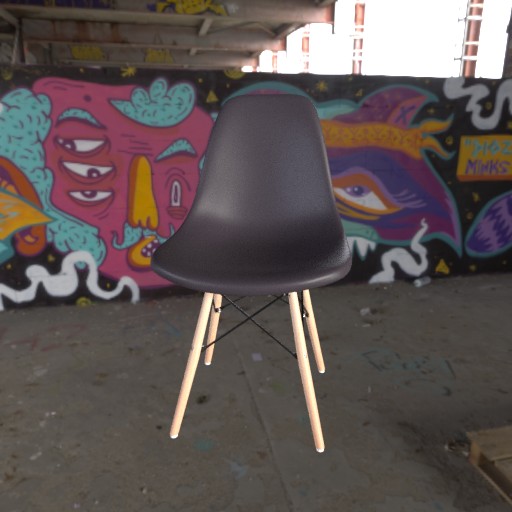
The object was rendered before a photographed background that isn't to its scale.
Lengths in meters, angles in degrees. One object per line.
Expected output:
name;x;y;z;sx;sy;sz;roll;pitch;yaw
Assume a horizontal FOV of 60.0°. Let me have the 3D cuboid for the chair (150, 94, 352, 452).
chair;0.000;0.000;1.141;0.470;0.825;0.533;2;16;8
